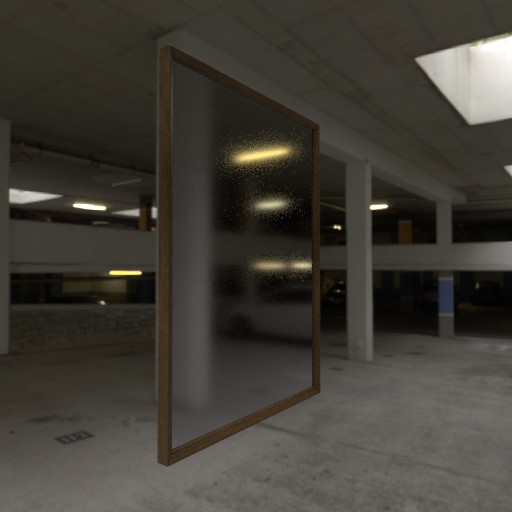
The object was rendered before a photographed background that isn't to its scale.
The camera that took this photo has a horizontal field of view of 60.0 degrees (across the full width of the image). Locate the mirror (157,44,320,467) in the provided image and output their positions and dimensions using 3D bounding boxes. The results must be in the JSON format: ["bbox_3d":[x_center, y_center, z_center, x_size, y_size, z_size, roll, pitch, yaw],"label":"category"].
[{"bbox_3d":[0.000,0.000,1.382,0.041,1.016,0.762,-1,-1,36],"label":"mirror"}]
